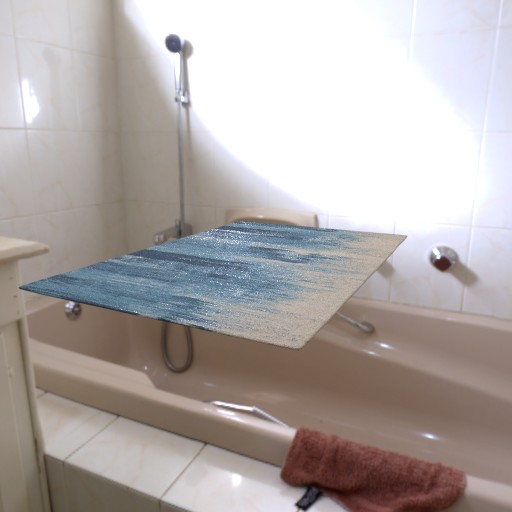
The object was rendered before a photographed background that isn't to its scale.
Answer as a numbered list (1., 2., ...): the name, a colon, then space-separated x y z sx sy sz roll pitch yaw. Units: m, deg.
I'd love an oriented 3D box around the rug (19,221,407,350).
1. rug: 0.000 0.000 2.297 1.232 0.009 1.836 7 16 26
